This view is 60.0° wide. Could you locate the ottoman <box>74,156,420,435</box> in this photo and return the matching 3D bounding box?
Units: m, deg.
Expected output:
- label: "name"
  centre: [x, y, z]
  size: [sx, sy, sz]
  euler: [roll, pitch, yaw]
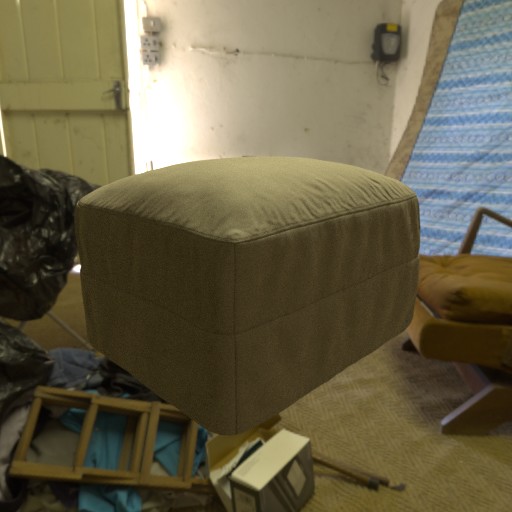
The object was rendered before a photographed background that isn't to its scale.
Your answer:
- label: "ottoman"
  centre: [0.000, 0.000, 1.098]
  size: [0.584, 0.480, 0.712]
  euler: [14, 20, 43]
